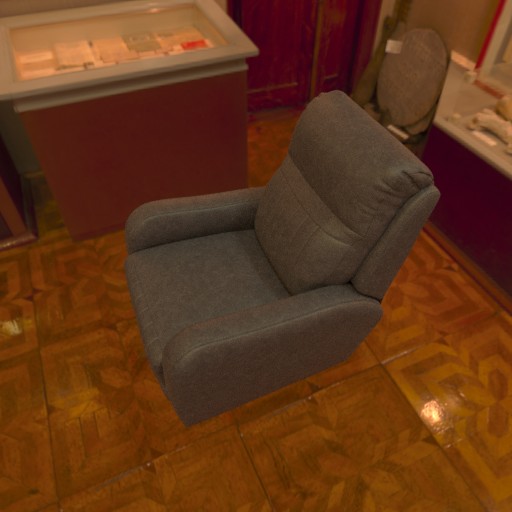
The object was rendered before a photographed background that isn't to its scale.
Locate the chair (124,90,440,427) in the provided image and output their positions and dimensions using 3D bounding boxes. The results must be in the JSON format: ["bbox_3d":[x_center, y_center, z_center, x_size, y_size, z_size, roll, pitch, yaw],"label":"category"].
[{"bbox_3d":[0.000,0.000,1.849,1.067,1.067,0.865,-16,48,-15],"label":"chair"}]
